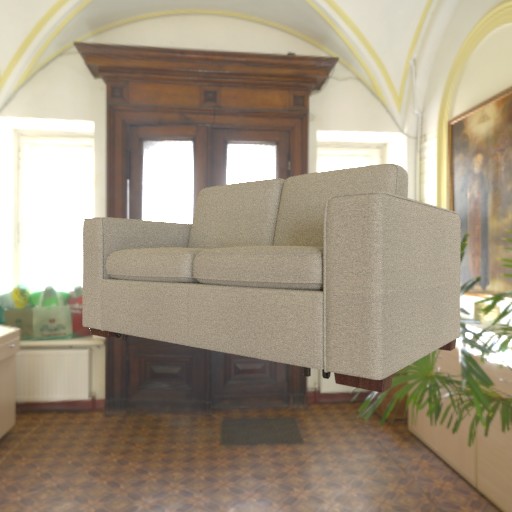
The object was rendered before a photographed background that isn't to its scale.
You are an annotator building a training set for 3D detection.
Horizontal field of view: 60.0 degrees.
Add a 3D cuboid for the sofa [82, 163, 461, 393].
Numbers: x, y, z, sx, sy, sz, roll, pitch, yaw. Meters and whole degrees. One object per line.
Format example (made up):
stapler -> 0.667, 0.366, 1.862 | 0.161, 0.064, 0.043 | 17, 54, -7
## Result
sofa -> 0.000, 0.000, 2.381 | 1.812, 0.924, 1.007 | 0, 0, 38
